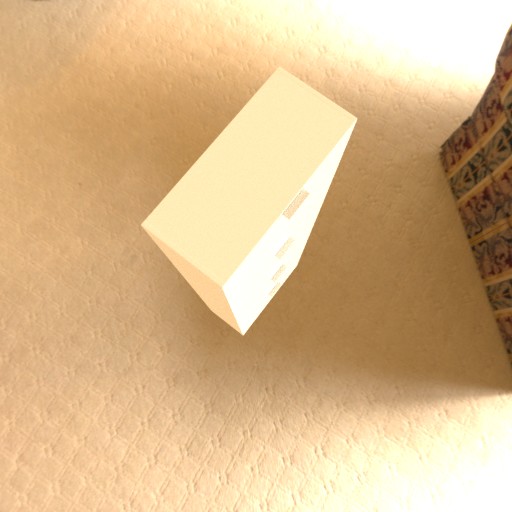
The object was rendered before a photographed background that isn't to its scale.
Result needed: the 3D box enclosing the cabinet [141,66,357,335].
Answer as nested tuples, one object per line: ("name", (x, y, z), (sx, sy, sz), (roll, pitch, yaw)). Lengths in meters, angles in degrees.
("cabinet", (0.000, 0.000, 1.821), (0.255, 1.630, 0.520), (37, 79, 8))
